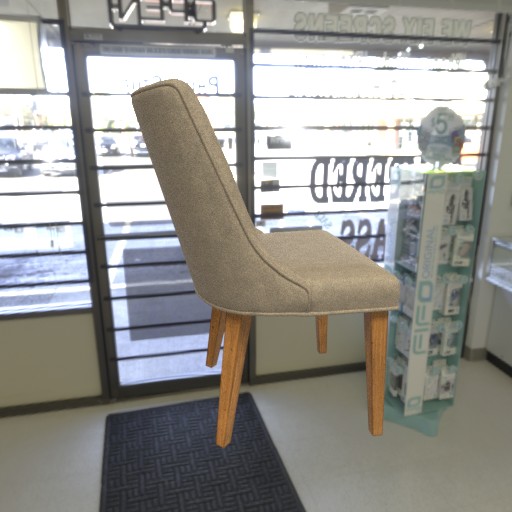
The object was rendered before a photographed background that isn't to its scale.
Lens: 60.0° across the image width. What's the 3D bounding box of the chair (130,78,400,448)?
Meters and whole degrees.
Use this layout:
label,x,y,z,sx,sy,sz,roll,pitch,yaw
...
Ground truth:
label,x,y,z,sx,sy,sz,roll,pitch,yaw
chair,0.000,0.000,1.284,0.636,0.916,0.548,-3,16,-10
